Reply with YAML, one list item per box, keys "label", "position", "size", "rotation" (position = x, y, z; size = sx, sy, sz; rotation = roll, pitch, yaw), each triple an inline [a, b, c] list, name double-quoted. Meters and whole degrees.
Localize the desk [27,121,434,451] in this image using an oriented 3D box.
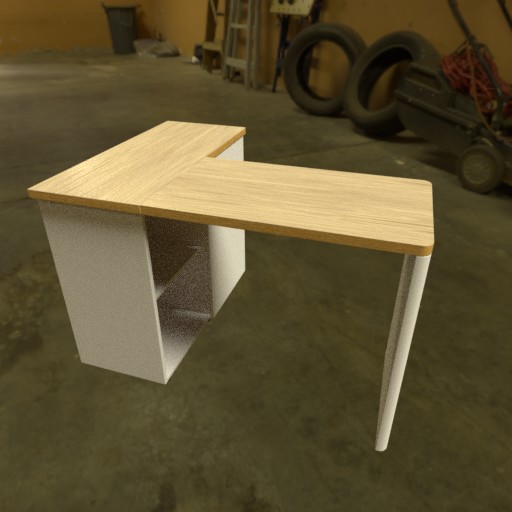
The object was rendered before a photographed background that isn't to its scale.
- label: "desk"
  position: [0.000, 0.000, 1.751]
  size: [1.170, 0.760, 0.900]
  rotation: [9, 32, 16]
